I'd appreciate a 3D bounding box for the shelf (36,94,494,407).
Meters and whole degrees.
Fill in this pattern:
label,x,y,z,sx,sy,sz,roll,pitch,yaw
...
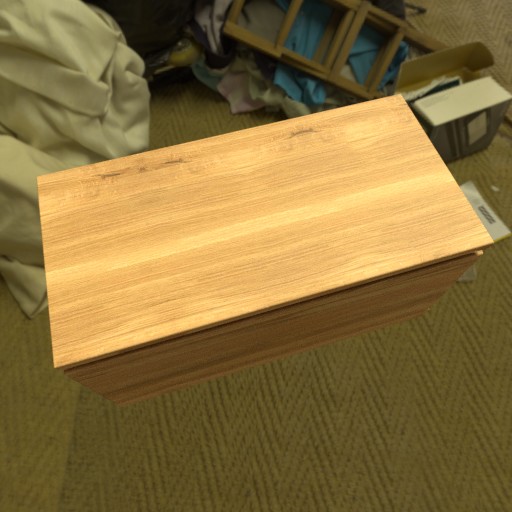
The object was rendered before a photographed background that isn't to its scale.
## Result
label,x,y,z,sx,sy,sz,roll,pitch,yaw
shelf,0.000,0.000,1.030,0.800,0.400,0.400,-15,64,-8
